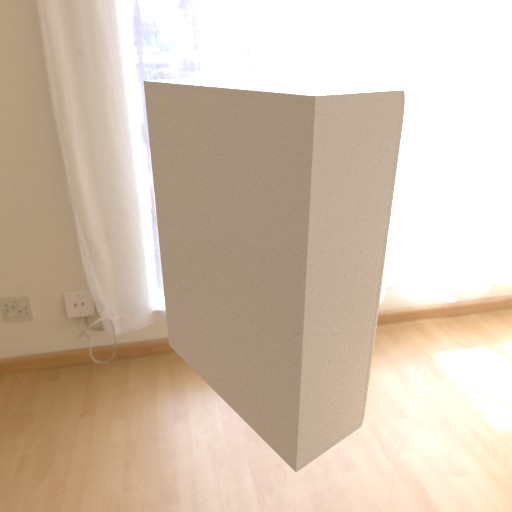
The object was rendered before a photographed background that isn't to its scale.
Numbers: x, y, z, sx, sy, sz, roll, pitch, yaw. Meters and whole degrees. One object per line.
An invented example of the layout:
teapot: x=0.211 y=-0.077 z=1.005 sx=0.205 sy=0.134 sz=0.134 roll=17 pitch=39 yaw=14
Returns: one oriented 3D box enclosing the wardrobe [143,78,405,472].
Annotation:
wardrobe: x=0.000 y=0.000 z=1.659 sx=0.360 sy=1.200 sz=0.900 roll=-17 pitch=29 yaw=-34
